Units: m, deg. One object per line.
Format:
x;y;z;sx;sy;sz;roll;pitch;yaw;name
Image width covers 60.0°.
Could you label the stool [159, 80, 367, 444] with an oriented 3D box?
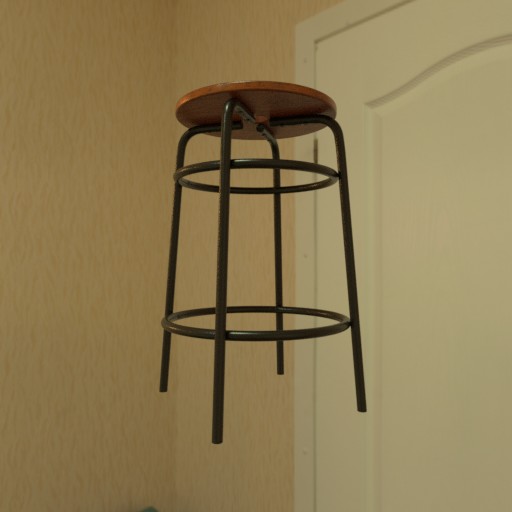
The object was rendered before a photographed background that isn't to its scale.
0.000;0.000;0.935;0.455;0.610;0.455;0;0;17;stool
